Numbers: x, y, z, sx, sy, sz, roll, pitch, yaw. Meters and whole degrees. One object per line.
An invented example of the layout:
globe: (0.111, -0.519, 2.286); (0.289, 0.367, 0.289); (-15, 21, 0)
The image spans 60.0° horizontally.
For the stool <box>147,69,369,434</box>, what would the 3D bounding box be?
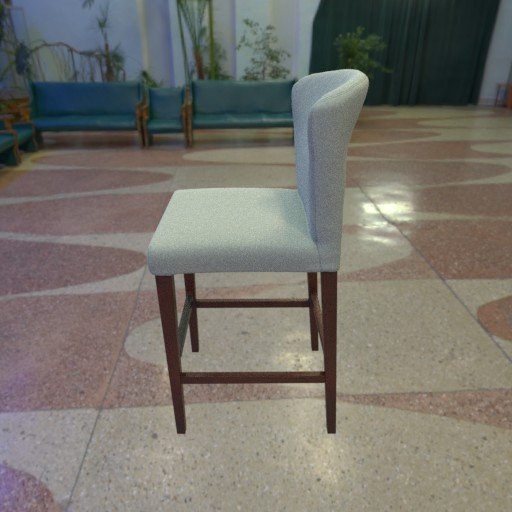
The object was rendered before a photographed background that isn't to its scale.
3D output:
stool: (0.000, 0.000, 1.383); (0.568, 1.069, 0.479); (0, 27, -1)
